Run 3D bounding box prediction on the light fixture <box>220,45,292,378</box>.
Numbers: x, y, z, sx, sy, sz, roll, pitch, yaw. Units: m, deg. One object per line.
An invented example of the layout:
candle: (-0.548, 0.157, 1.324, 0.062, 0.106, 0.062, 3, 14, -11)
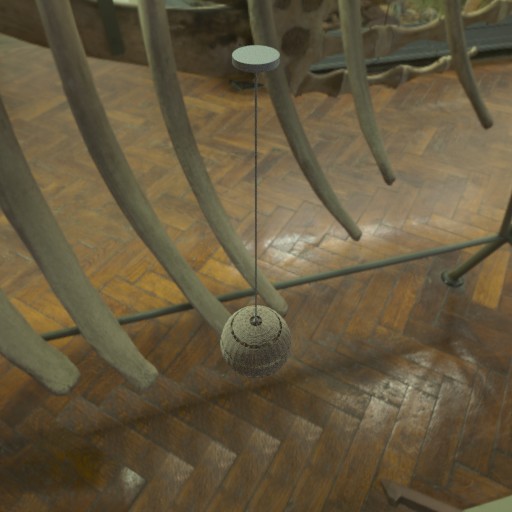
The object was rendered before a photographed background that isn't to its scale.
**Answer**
light fixture: (0.000, 0.000, 2.272, 0.457, 2.019, 0.457, -11, 47, -10)
